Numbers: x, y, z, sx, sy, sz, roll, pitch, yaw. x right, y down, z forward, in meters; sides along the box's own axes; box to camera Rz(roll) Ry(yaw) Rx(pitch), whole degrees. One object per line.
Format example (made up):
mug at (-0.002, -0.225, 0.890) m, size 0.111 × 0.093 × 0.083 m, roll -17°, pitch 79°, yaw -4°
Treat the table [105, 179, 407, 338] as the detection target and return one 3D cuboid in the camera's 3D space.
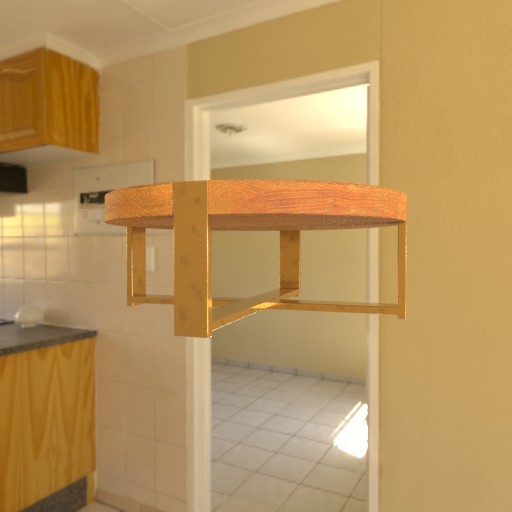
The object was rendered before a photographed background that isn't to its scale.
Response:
table at (0.000, 0.000, 1.713) m, size 1.100 × 0.420 × 1.100 m, roll 0°, pitch 1°, yaw 0°
